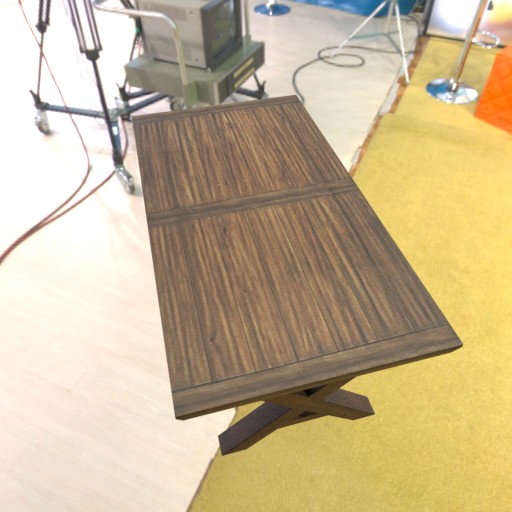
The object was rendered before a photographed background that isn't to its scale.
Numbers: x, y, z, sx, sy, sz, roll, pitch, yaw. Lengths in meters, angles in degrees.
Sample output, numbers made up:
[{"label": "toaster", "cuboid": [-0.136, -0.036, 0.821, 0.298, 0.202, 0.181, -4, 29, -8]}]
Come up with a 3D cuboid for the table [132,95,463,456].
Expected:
[{"label": "table", "cuboid": [0.000, 0.000, 2.484, 1.071, 0.793, 1.966, -11, 48, -10]}]
